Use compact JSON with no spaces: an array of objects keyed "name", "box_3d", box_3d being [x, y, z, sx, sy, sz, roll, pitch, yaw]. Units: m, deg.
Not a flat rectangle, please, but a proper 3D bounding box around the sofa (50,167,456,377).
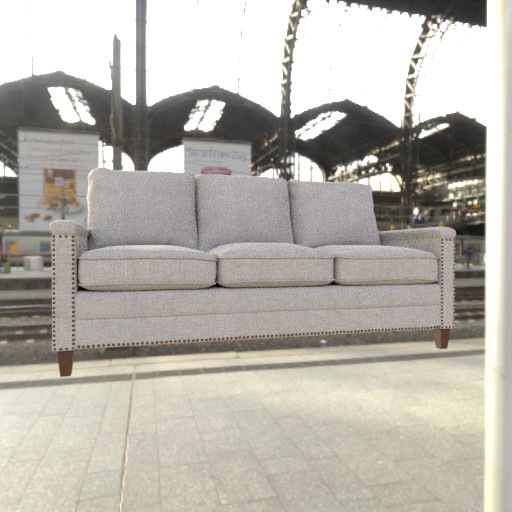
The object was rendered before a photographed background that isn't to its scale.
[{"name":"sofa","box_3d":[0.000,0.000,2.386,1.925,0.959,0.828,0,1,-16]}]
